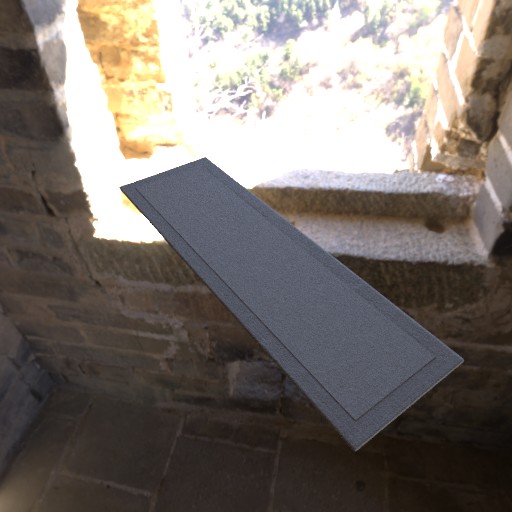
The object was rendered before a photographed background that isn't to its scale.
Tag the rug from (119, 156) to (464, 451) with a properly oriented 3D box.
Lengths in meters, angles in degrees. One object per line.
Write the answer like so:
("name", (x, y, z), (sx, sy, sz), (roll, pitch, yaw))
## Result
("rug", (0.000, 0.000, 2.729), (0.759, 0.012, 2.430), (-26, 49, -26))
